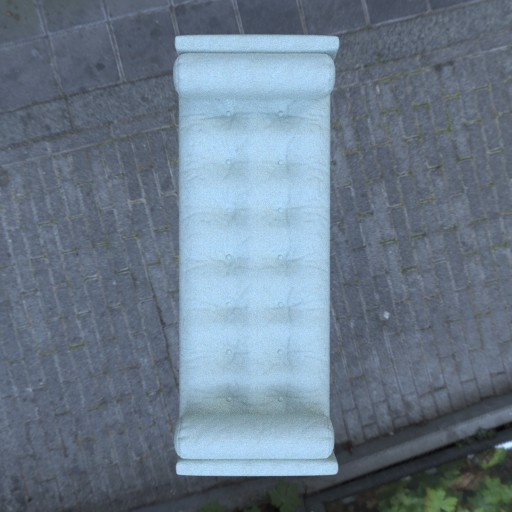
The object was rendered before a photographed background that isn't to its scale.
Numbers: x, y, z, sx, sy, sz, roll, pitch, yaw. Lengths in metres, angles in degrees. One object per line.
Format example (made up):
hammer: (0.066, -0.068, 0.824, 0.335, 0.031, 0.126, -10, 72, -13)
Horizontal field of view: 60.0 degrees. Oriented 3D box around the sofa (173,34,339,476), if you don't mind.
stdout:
sofa: (0.000, 0.000, 2.382, 0.796, 0.705, 2.102, 0, 91, 0)
